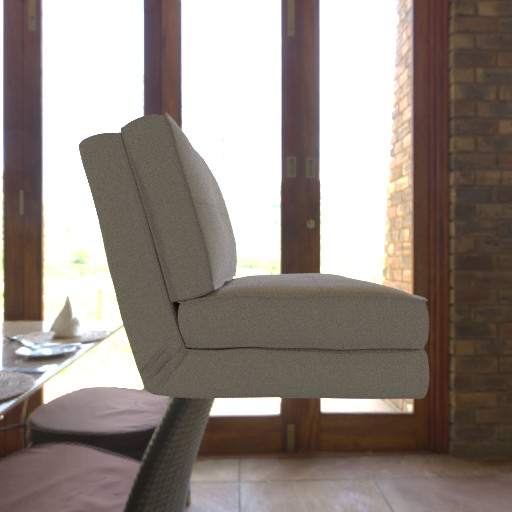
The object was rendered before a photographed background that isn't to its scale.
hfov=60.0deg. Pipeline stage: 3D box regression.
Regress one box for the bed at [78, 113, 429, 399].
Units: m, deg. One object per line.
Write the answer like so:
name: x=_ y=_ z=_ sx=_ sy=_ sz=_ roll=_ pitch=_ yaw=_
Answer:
bed: x=0.000 y=0.000 z=1.305 sx=0.749 sy=0.614 sz=0.799 roll=0 pitch=0 yaw=1
